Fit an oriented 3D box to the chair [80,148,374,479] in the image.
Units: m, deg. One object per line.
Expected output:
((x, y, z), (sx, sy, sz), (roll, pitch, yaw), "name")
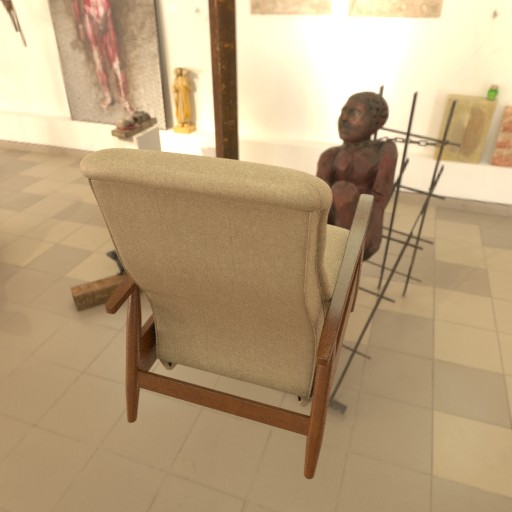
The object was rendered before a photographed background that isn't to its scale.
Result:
((0.000, 0.000, 1.703), (0.762, 1.082, 1.030), (10, 34, 16), "chair")
